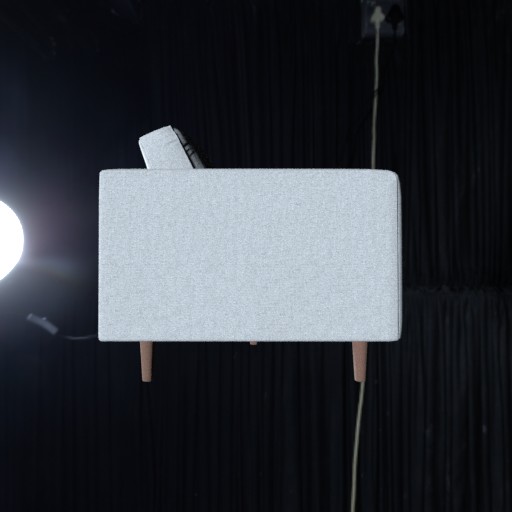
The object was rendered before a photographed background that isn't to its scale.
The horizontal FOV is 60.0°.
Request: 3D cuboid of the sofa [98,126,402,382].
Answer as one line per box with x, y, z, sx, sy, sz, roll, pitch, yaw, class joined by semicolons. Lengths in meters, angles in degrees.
0.000;0.000;2.268;1.000;0.900;1.731;0;-1;0;sofa
